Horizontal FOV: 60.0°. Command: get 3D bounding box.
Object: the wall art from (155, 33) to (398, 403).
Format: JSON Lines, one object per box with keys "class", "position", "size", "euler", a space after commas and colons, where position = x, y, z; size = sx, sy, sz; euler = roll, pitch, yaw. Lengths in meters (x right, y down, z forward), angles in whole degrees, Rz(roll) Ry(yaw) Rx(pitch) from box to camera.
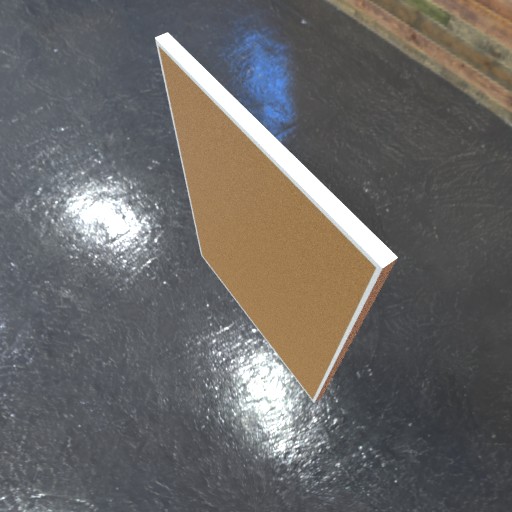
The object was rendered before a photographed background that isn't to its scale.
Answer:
{"class": "wall art", "position": [0.000, 0.000, 1.380], "size": [0.039, 1.050, 0.795], "euler": [-32, 64, -17]}
